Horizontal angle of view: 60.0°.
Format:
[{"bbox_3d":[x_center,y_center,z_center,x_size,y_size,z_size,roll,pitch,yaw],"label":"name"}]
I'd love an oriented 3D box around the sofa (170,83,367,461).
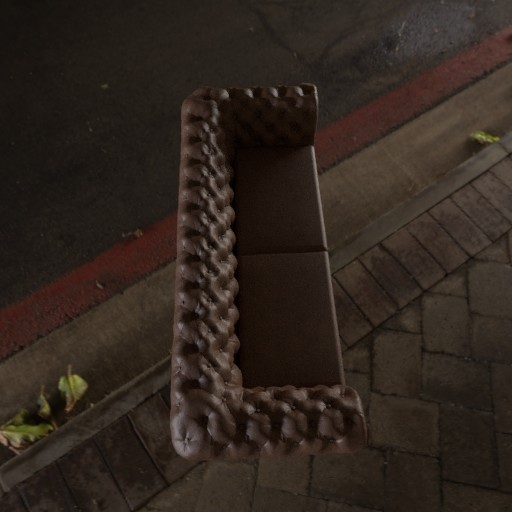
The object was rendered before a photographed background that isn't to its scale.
[{"bbox_3d":[0.000,0.000,2.850,0.944,0.783,2.385,-2,63,-1],"label":"sofa"}]
